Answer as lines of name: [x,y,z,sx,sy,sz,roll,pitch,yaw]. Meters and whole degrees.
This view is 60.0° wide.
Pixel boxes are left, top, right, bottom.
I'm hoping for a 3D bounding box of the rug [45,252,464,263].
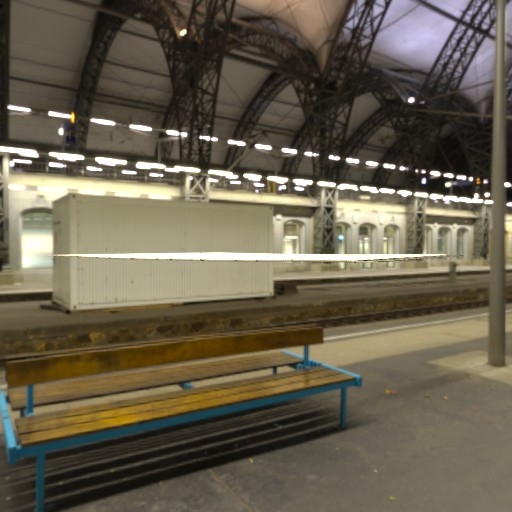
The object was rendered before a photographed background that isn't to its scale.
rug: [0.000,0.000,4.198,3.221,0.026,2.342,1,1,35]
